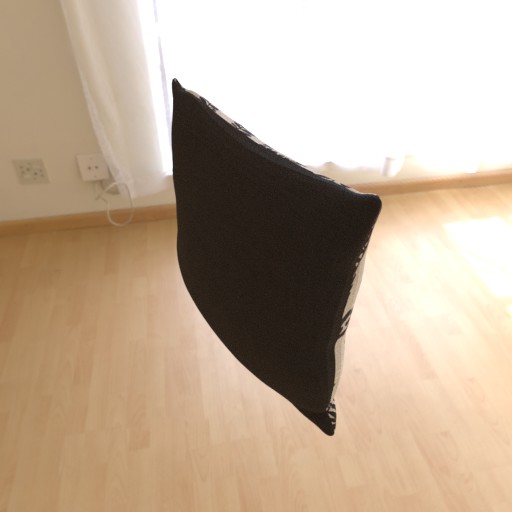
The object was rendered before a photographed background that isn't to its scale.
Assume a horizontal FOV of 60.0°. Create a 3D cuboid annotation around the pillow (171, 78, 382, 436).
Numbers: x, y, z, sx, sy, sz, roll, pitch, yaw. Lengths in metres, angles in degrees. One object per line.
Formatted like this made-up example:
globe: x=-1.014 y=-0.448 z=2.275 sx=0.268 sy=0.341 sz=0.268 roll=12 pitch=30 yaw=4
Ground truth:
pillow: x=0.000 y=0.000 z=0.694 sx=0.182 sy=0.441 sz=0.440 roll=-25 pitch=47 yaw=-26
